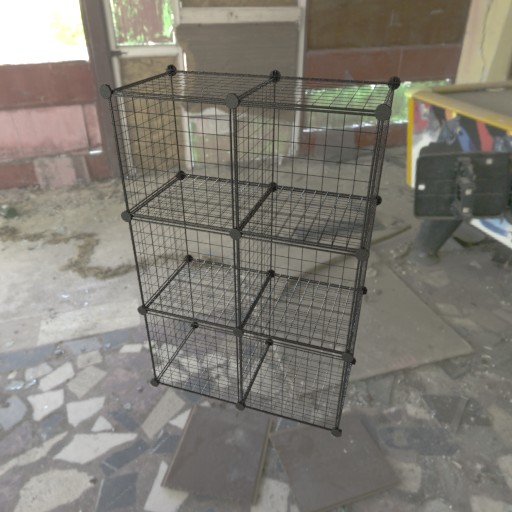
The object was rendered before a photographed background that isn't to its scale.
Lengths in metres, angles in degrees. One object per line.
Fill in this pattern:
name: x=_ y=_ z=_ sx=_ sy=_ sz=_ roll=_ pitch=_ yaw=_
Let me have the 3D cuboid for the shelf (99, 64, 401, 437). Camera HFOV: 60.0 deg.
shelf: x=0.000 y=0.000 z=1.428 sx=0.711 sy=1.067 sz=0.356 roll=10 pitch=33 yaw=16
